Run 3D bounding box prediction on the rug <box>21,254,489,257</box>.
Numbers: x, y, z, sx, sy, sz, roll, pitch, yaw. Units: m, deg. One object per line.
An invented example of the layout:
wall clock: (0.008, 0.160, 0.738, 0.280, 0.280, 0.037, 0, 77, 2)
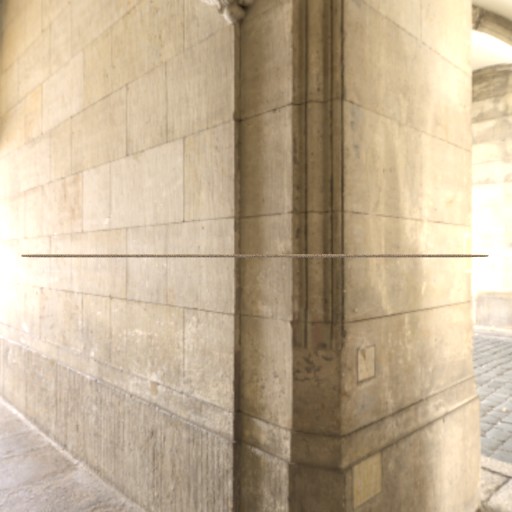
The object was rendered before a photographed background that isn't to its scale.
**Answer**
rug: (0.000, 0.000, 2.728, 2.452, 0.017, 0.855, 0, 0, 0)
